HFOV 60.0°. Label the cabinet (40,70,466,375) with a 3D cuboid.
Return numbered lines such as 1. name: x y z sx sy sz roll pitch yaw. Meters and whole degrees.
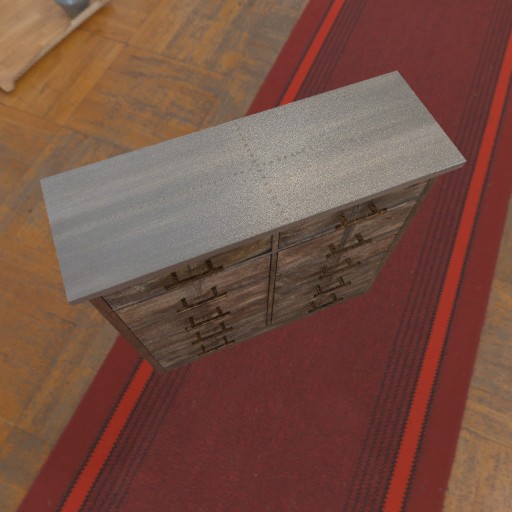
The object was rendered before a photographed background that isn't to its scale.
1. cabinet: 0.000 0.000 1.471 0.968 0.919 0.338 -20 65 -10
